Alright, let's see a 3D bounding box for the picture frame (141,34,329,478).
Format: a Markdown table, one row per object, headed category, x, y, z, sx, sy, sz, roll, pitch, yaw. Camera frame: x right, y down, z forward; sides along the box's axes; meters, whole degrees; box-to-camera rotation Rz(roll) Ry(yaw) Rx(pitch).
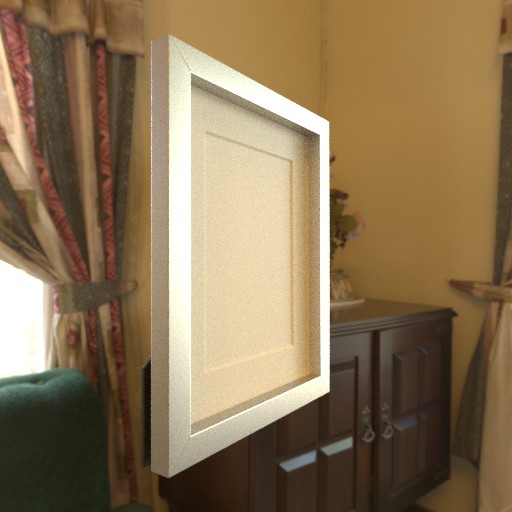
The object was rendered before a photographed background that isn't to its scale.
| category | x | y | z | sx | sy | sz | roll | pitch | yaw |
| --- | --- | --- | --- | --- | --- | --- | --- | --- | --- |
| picture frame | 0.000 | 0.000 | 0.519 | 0.036 | 0.386 | 0.307 | 0 | 0 | 36 |
